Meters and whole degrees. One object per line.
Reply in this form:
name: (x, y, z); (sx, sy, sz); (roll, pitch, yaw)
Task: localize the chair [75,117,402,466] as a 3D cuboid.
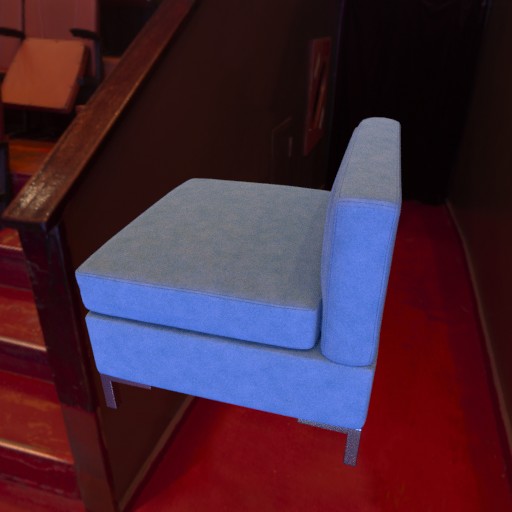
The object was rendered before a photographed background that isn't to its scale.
chair: (0.000, 0.000, 1.212); (0.685, 0.660, 0.684); (8, 30, 14)
